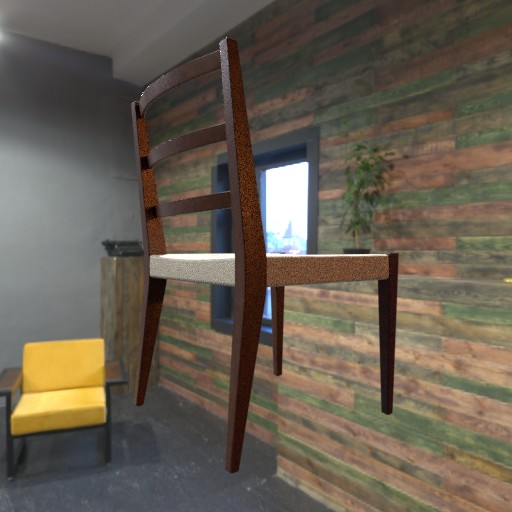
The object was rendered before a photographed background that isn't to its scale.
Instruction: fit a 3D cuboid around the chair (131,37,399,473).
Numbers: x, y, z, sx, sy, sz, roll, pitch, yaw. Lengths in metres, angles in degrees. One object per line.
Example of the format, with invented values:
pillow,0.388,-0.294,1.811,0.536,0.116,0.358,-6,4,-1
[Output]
chair,0.000,0.000,1.151,0.551,0.813,0.480,-1,1,-37
